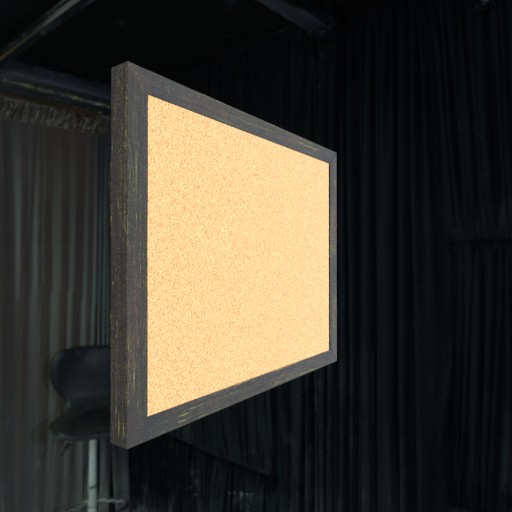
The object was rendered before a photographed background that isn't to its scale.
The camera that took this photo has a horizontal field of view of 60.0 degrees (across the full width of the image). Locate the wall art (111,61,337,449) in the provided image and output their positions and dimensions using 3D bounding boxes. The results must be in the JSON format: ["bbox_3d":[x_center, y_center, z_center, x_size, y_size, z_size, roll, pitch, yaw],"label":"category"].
[{"bbox_3d":[0.000,0.000,0.757,0.032,0.457,0.558,0,0,36],"label":"wall art"}]
